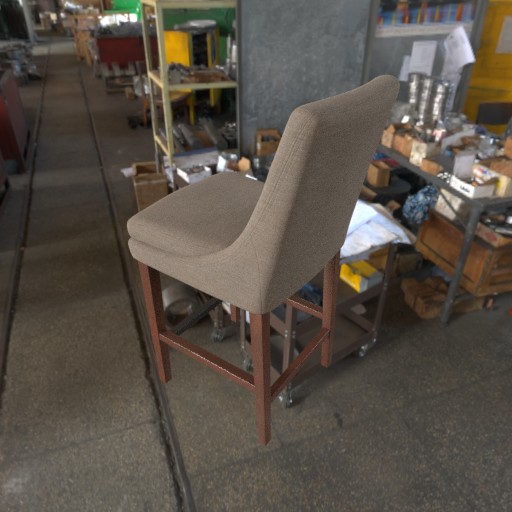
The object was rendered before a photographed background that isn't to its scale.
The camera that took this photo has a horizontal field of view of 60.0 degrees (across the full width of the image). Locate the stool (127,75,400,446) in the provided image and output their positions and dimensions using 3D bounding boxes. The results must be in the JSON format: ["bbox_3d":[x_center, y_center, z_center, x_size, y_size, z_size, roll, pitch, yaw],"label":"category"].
[{"bbox_3d":[0.000,0.000,1.281,0.577,0.981,0.470,21,38,30],"label":"stool"}]
